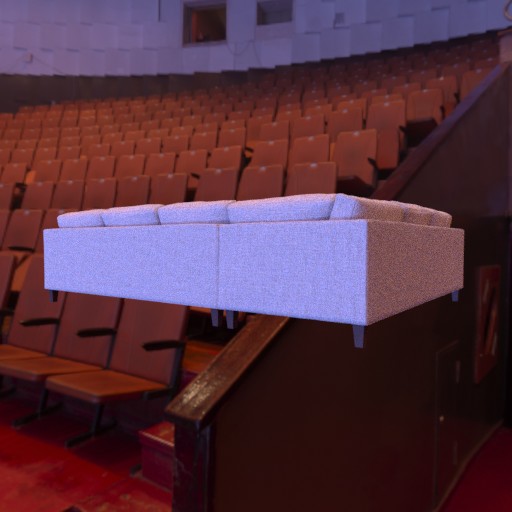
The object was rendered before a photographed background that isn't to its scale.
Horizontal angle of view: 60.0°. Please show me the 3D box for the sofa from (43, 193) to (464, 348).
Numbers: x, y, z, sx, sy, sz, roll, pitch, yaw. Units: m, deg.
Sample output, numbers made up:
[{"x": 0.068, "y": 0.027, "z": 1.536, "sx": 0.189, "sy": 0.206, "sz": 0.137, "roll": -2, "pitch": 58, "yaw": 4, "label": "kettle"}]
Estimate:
[{"x": 0.000, "y": 0.000, "z": 4.200, "sx": 3.182, "sy": 0.863, "sz": 2.432, "roll": 1, "pitch": 2, "yaw": 36, "label": "sofa"}]
